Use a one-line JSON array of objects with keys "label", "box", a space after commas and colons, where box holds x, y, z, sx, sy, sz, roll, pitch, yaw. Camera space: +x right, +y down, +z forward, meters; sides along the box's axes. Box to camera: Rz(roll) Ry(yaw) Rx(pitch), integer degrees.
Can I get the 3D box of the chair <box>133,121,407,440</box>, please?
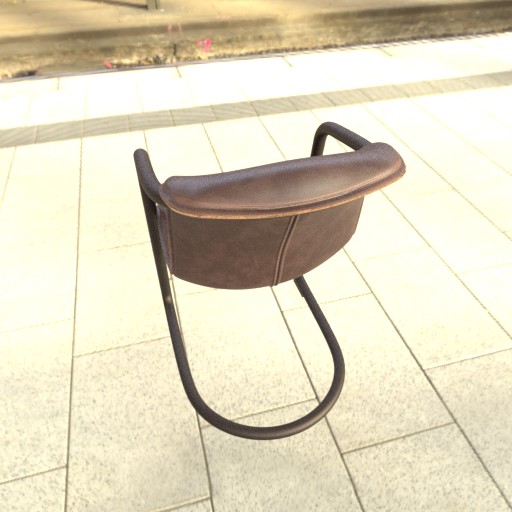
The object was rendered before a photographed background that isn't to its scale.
[{"label": "chair", "box": [0.000, 0.000, 1.218, 0.536, 0.836, 0.664, -12, 43, -13]}]
